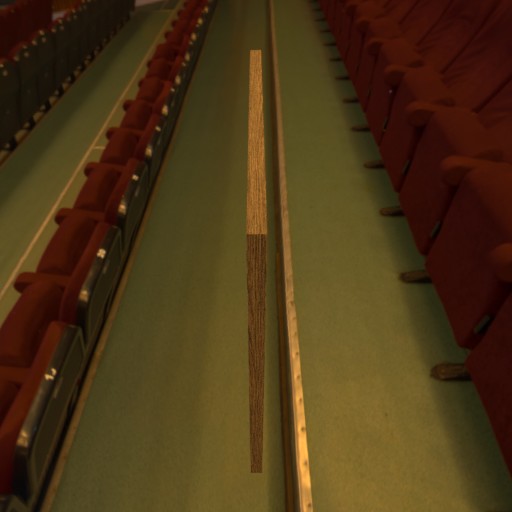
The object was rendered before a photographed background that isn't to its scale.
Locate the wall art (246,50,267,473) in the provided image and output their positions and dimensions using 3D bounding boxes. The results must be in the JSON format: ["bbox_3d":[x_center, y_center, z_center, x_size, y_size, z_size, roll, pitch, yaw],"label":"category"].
[{"bbox_3d":[0.000,0.000,0.752,0.019,0.508,0.508,0,42,0],"label":"wall art"}]
